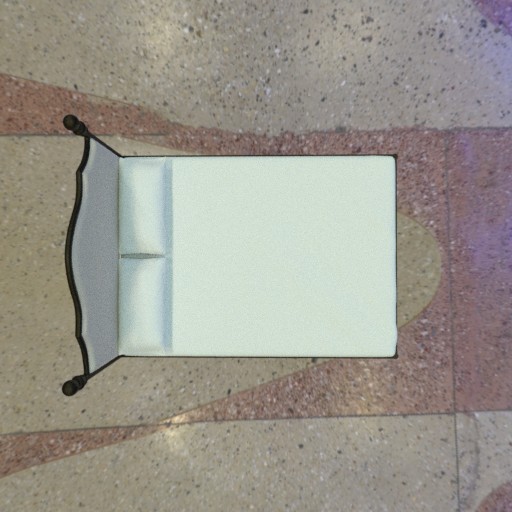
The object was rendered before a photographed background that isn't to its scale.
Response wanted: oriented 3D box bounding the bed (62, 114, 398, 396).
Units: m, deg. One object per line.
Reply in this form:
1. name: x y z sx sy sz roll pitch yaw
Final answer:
1. bed: 0.000 0.000 3.259 2.224 1.499 1.642 0 90 1
